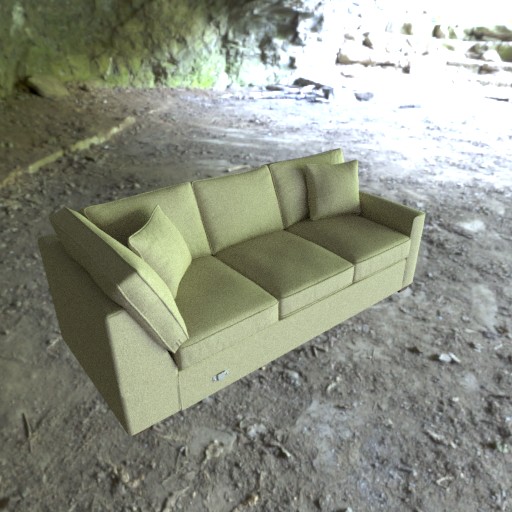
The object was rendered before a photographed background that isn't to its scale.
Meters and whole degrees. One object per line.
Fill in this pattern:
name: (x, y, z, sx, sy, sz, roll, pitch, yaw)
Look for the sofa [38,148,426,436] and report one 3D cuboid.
sofa: (0.000, 0.000, 2.889, 2.323, 0.948, 1.053, -20, 34, -33)
